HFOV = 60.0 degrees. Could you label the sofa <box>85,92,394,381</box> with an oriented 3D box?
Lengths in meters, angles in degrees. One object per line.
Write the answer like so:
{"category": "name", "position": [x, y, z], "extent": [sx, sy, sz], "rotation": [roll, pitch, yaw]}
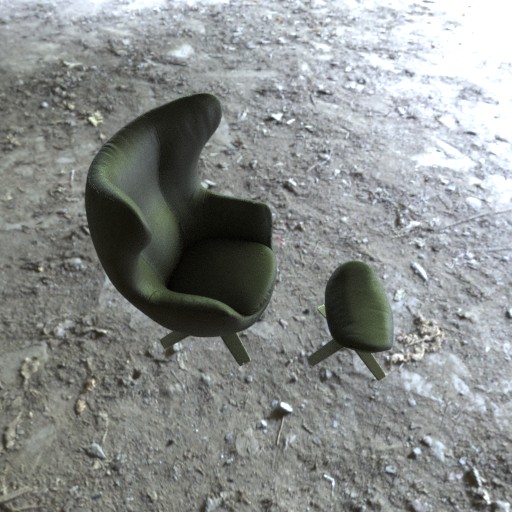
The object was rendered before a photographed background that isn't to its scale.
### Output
{"category": "sofa", "position": [0.000, 0.000, 2.079], "extent": [1.444, 1.135, 0.894], "rotation": [10, 47, 10]}
